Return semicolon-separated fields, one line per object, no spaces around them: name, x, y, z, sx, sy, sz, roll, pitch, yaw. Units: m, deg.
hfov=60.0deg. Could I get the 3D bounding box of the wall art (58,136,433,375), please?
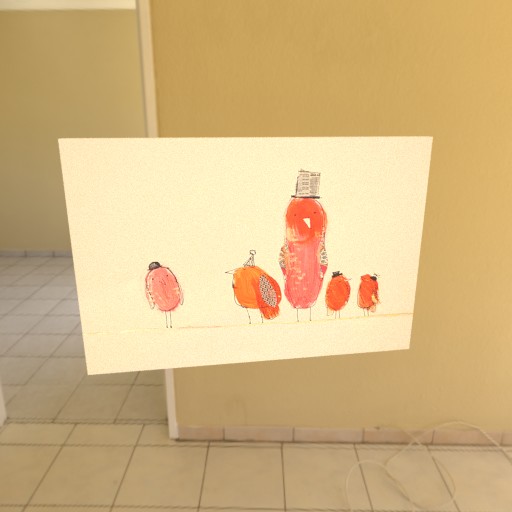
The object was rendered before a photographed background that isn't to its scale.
wall art;0.000;0.000;1.178;0.914;0.609;0.038;-3;17;-8
